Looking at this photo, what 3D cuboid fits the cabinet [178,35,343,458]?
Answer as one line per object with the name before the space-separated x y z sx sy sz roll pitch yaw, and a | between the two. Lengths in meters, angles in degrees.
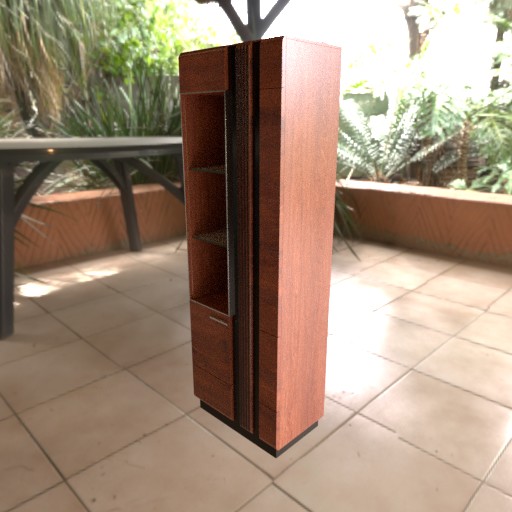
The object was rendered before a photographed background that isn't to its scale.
cabinet | 0.000 0.000 2.319 0.660 1.980 0.420 16 23 42
